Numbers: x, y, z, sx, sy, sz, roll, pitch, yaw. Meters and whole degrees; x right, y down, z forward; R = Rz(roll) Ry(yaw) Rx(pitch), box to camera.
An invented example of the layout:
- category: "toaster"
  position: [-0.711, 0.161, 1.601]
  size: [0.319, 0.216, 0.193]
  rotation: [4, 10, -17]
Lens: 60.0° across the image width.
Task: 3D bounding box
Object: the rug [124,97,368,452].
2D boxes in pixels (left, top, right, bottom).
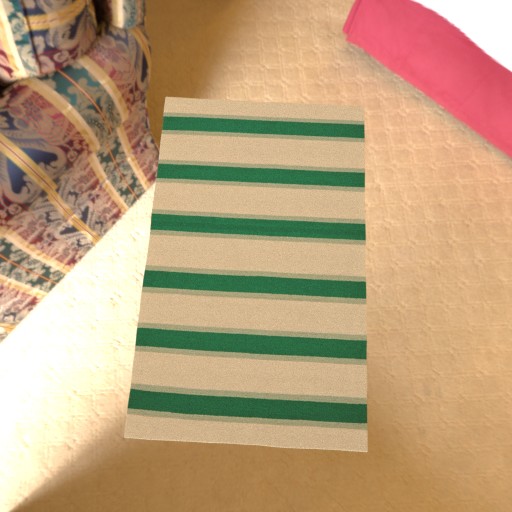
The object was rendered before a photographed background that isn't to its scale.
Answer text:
- category: "rug"
  position: [0.000, 0.000, 3.065]
  size: [1.521, 0.015, 2.436]
  rotation: [3, 75, 1]
